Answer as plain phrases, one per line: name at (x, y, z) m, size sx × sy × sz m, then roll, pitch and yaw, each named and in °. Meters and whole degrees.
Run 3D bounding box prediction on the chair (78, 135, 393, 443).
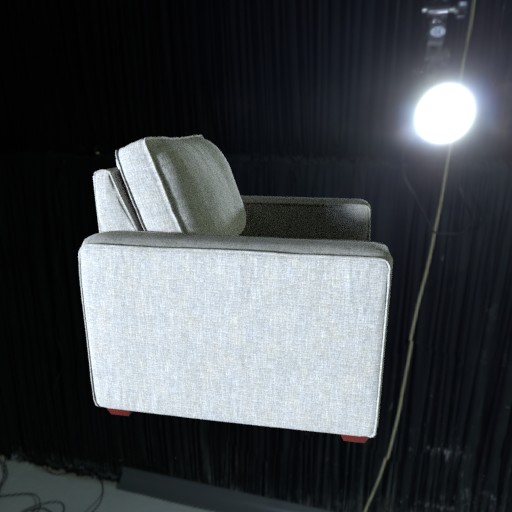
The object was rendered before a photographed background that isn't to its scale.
chair at (0.000, 0.000, 1.741) m, size 0.940 × 0.914 × 1.016 m, roll 3°, pitch 17°, yaw 9°
